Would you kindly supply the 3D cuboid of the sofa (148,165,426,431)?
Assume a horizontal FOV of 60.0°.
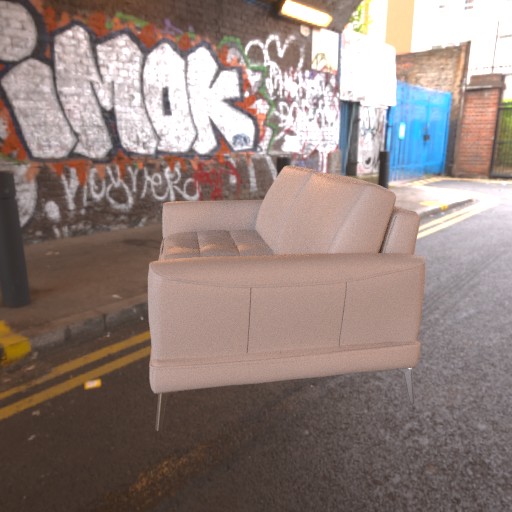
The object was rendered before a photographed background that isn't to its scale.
[{"bbox_3d":[0.000,0.000,2.482,1.121,0.930,1.819,-2,15,-9],"label":"sofa"}]
